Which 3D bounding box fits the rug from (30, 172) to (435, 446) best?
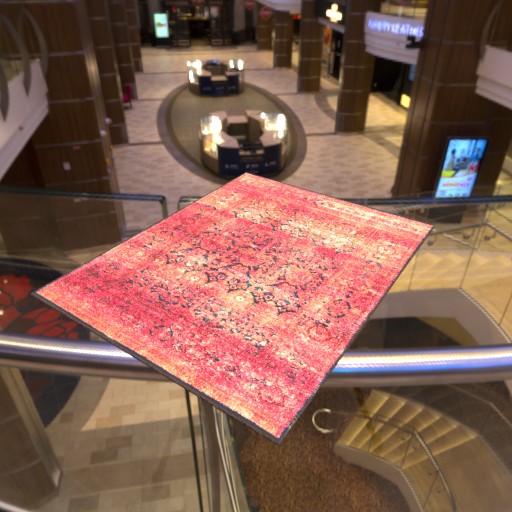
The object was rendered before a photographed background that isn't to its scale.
[{"bbox_3d":[0.000,0.000,4.103,2.411,0.020,3.032,21,39,28],"label":"rug"}]
